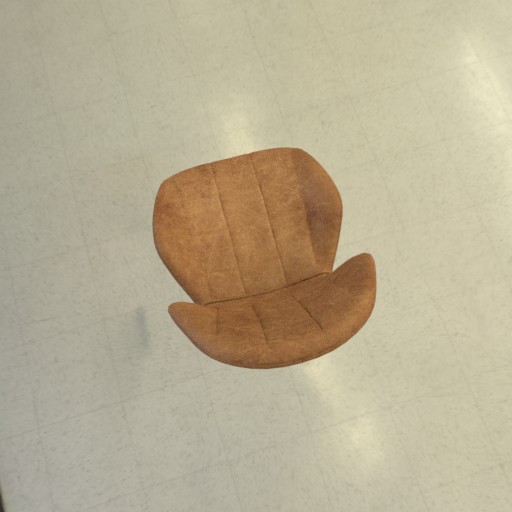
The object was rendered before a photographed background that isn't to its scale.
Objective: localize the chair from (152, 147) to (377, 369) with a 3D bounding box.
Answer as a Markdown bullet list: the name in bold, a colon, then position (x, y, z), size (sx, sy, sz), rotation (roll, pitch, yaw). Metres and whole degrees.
- **chair**: position (0.000, 0.000, 1.306), size (0.527, 0.929, 0.640), rotation (-15, 77, -4)
